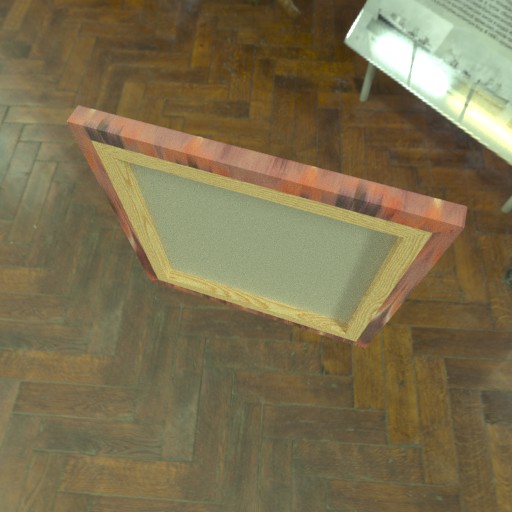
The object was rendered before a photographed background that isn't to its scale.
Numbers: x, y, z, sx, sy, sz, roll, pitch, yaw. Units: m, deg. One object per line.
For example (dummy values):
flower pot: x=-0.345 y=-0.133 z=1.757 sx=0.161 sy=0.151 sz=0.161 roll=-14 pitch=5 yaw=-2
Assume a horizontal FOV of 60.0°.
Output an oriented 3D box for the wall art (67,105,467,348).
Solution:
wall art: x=0.000 y=0.000 z=0.917 sx=0.603 sy=0.609 sz=0.037 roll=16 pitch=64 yaw=8
